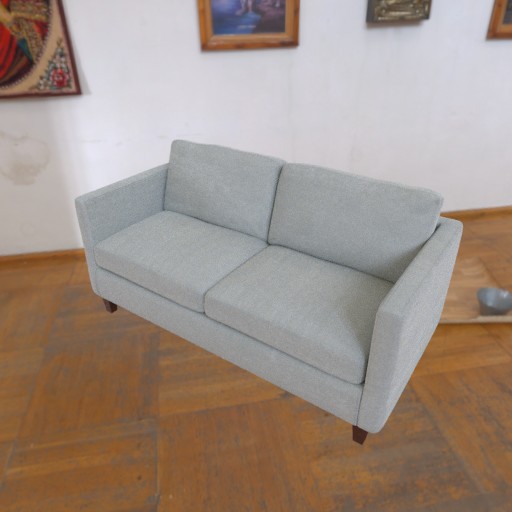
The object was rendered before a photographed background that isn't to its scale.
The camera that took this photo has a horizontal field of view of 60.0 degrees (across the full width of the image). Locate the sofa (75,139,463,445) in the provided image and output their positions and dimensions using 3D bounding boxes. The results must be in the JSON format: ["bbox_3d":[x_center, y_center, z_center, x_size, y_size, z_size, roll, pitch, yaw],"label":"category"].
[{"bbox_3d":[0.000,0.000,2.451,1.884,0.963,0.950,19,35,29],"label":"sofa"}]
